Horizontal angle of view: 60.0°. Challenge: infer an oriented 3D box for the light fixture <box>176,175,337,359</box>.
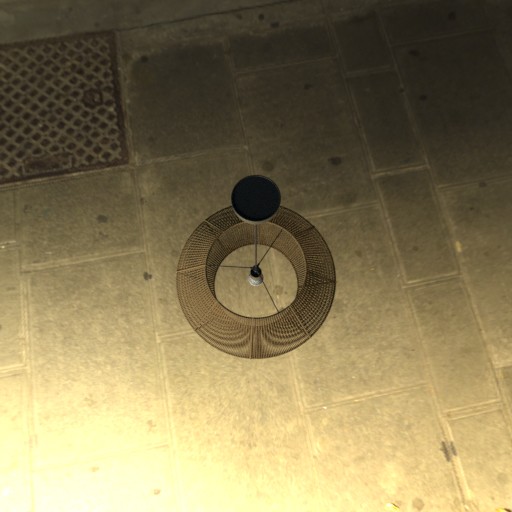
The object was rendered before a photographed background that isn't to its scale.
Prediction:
[{"bbox_3d":[0.000,0.000,1.439,0.643,1.009,0.643,0,76,0],"label":"light fixture"}]
